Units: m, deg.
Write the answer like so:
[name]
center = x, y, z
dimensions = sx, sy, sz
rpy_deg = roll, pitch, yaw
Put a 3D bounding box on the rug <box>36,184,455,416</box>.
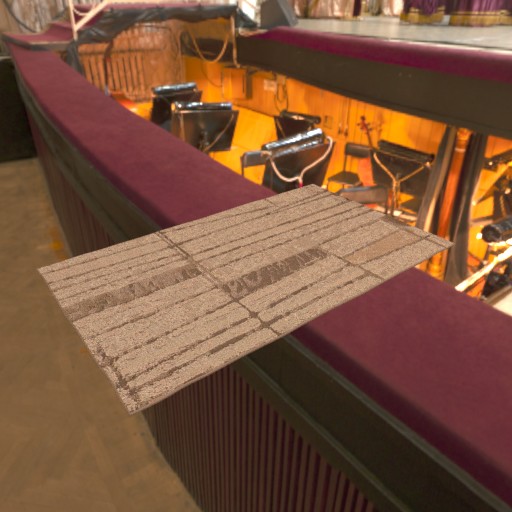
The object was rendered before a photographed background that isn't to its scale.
[rug]
center = 0.000, 0.000, 1.056
dimensions = 0.867, 0.007, 0.515
rpy_deg = -21, 37, -32
